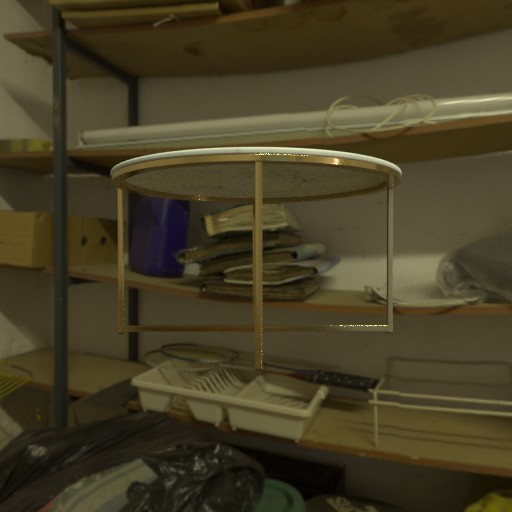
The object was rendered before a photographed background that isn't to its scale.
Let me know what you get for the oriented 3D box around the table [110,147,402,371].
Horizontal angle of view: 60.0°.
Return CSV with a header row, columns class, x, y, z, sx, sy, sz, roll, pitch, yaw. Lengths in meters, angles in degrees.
class,x,y,z,sx,sy,sz,roll,pitch,yaw
table,0.000,0.000,1.285,0.800,0.450,0.800,0,1,0
